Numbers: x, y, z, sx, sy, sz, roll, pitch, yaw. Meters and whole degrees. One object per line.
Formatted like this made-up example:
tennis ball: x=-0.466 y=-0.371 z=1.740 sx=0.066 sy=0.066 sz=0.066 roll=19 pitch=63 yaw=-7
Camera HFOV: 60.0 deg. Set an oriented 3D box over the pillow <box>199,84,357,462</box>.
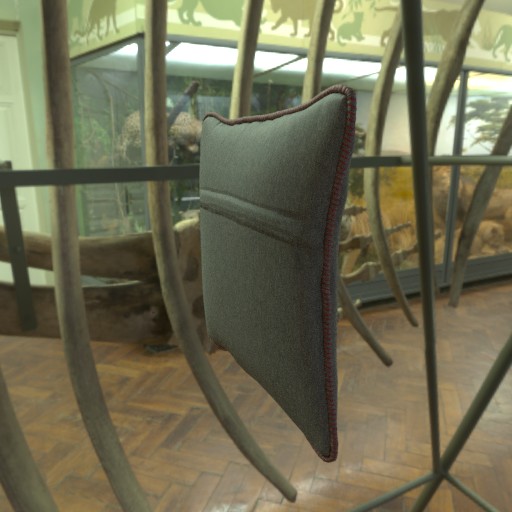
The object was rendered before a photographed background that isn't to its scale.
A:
pillow: x=0.000 y=0.000 z=0.743 sx=0.124 sy=0.491 sz=0.482 roll=-7 pitch=15 yaw=-26
